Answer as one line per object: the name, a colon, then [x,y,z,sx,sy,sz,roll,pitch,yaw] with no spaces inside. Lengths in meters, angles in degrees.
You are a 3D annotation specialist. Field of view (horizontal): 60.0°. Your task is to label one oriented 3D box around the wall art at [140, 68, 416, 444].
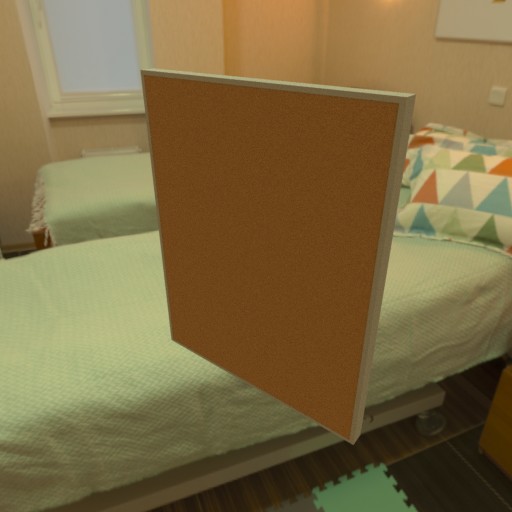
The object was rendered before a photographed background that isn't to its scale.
wall art: [0.000,0.000,1.023,0.611,0.763,0.055,20,35,33]
